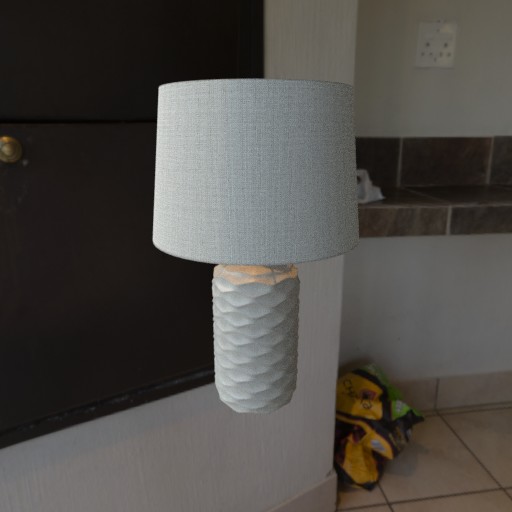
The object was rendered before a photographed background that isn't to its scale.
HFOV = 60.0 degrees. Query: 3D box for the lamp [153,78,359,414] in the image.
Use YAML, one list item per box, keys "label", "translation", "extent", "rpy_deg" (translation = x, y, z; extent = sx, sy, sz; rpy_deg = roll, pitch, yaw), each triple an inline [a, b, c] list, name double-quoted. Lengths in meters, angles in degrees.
- label: "lamp"
  translation: [0.000, 0.000, 0.838]
  extent: [0.376, 0.594, 0.376]
  rpy_deg: [0, 16, 0]
